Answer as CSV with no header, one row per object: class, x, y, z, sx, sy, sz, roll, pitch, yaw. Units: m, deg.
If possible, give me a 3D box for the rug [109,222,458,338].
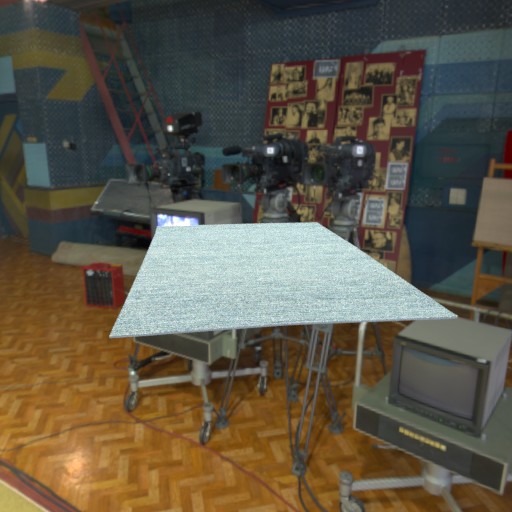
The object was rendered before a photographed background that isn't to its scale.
rug,0.000,0.000,2.342,1.174,0.022,1.853,-2,15,-7
